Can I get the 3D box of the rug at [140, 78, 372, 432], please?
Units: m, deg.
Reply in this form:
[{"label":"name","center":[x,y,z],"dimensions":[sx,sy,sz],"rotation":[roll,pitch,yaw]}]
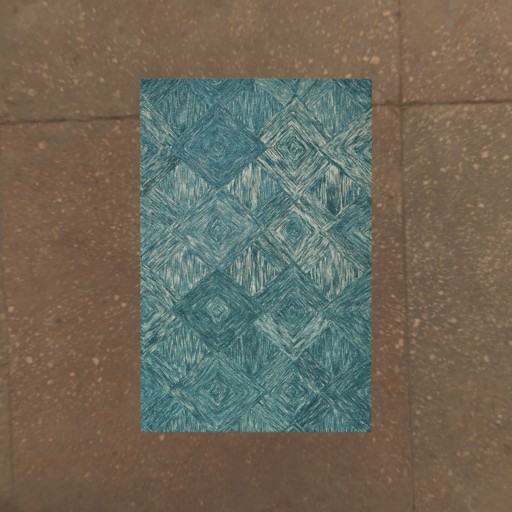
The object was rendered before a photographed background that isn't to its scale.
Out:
[{"label":"rug","center":[0.000,0.000,2.856],"dimensions":[1.490,0.015,2.277],"rotation":[0,90,0]}]
